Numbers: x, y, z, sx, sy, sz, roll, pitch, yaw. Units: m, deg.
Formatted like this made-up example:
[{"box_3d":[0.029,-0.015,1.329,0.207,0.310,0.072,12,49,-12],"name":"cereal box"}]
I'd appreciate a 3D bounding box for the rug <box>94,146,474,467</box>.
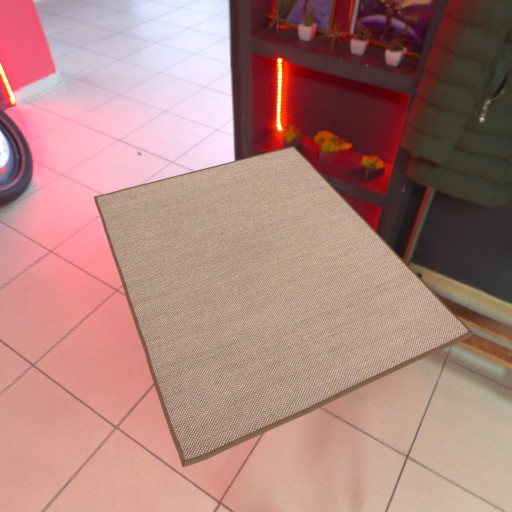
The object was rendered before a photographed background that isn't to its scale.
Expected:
[{"box_3d":[0.000,0.000,4.096,2.413,0.020,3.041,-18,48,-17],"name":"rug"}]
